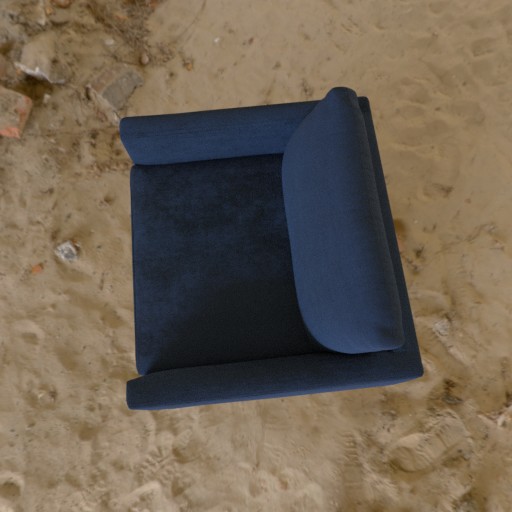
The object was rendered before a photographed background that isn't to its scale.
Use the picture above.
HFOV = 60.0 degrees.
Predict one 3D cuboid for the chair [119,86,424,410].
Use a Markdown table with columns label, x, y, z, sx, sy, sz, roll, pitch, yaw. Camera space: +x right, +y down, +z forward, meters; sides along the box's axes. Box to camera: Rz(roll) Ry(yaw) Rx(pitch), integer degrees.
| label | x | y | z | sx | sy | sz | roll | pitch | yaw |
| --- | --- | --- | --- | --- | --- | --- | --- | --- | --- |
| chair | 0.000 | 0.000 | 1.574 | 0.875 | 0.812 | 0.964 | -6 | 74 | -2 |
